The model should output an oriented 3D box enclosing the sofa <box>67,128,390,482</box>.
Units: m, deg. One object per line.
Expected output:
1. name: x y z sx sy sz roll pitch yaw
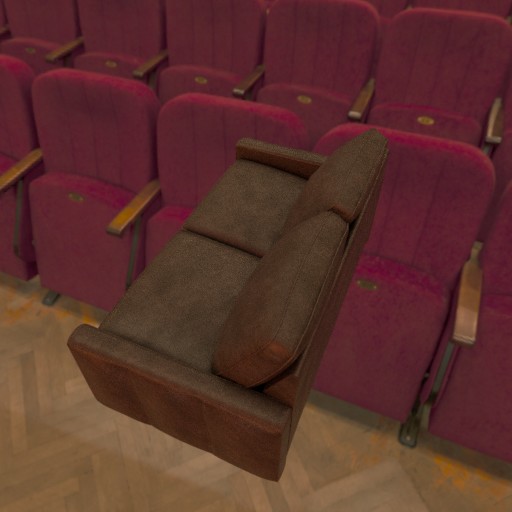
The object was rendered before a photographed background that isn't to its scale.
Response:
1. sofa: 0.000 0.000 2.265 0.939 0.916 1.732 17 48 16
